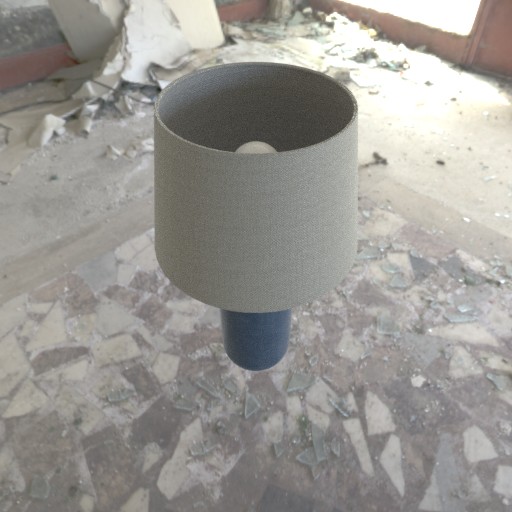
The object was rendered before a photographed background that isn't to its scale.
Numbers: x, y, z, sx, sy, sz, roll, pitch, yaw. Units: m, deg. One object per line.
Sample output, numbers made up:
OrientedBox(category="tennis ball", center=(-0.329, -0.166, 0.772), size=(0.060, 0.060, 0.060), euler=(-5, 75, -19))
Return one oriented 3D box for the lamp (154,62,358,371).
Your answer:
OrientedBox(category="lamp", center=(0.000, 0.000, 0.587), size=(0.253, 0.428, 0.253), euler=(0, 44, 0))
